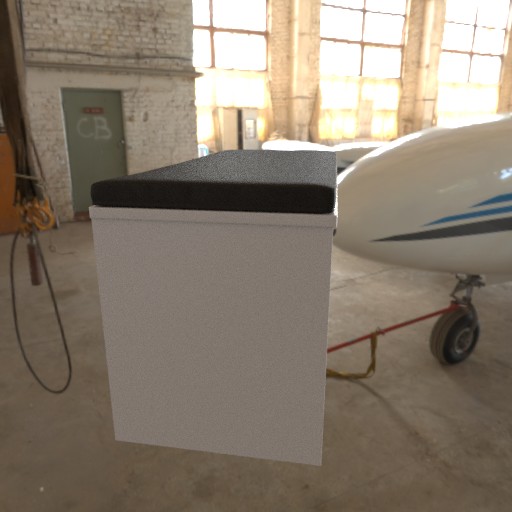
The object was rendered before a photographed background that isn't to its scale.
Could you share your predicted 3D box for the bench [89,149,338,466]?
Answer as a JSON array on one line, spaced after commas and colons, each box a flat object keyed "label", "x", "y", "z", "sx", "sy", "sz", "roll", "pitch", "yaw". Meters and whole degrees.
[{"label": "bench", "x": 0.000, "y": 0.000, "z": 1.171, "sx": 0.401, "sy": 0.500, "sz": 0.899, "roll": 3, "pitch": 17, "yaw": 9}]
